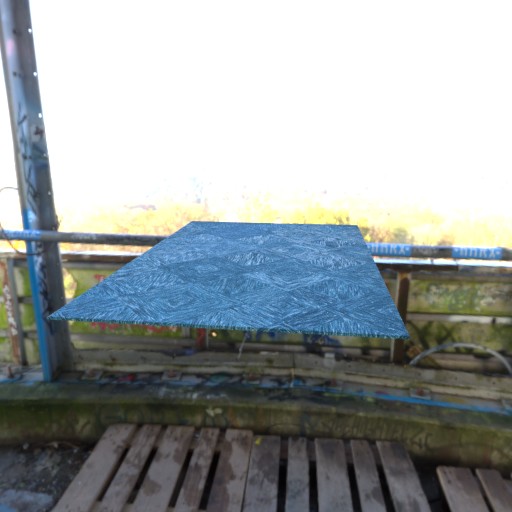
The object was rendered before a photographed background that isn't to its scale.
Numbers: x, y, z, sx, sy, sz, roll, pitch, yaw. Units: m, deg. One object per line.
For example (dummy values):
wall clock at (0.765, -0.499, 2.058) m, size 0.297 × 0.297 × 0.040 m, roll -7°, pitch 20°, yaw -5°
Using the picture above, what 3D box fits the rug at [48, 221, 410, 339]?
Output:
rug at (0.000, 0.000, 2.877) m, size 1.490 × 0.015 × 2.277 m, roll 2°, pitch 15°, yaw 7°
